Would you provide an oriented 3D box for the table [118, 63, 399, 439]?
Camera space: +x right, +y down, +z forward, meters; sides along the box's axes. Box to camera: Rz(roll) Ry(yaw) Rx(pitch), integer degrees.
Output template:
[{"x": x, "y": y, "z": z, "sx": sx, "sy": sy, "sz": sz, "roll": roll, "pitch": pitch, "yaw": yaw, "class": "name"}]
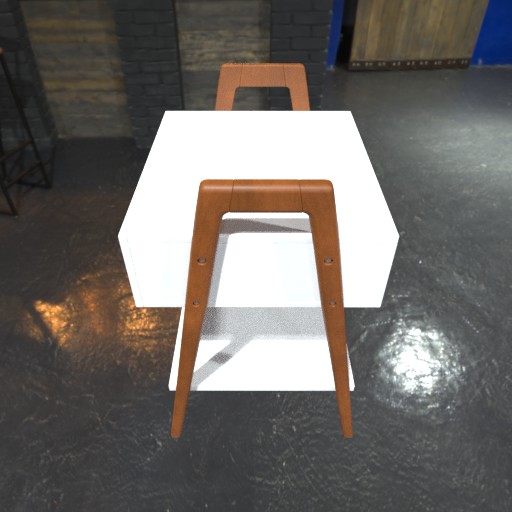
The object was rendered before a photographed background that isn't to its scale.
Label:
[{"x": 0.000, "y": 0.000, "z": 0.896, "sx": 0.405, "sy": 0.610, "sz": 0.457, "roll": 0, "pitch": 41, "yaw": 0, "class": "table"}]
